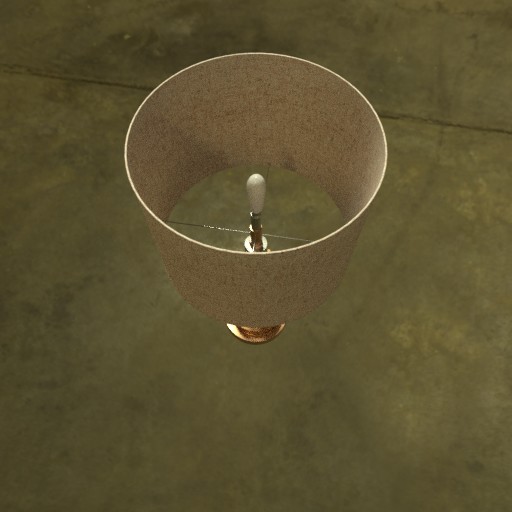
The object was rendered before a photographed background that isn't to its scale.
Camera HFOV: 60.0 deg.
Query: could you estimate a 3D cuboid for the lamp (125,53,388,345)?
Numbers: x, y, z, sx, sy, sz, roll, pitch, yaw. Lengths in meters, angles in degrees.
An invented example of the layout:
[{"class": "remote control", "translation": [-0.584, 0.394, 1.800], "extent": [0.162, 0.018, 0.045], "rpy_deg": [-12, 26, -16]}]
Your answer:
[{"class": "lamp", "translation": [0.000, 0.000, 0.815], "extent": [0.321, 0.610, 0.321], "rpy_deg": [-31, 66, -15]}]
